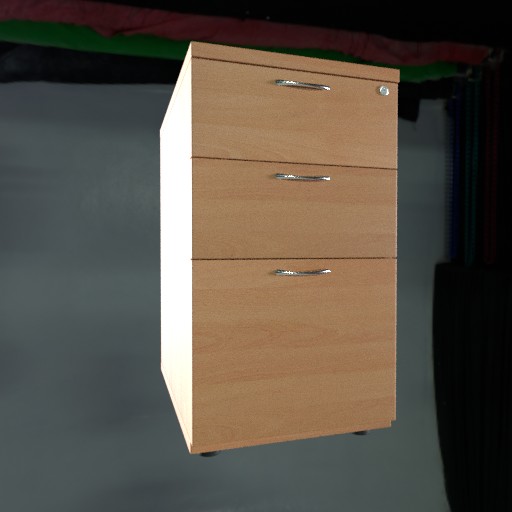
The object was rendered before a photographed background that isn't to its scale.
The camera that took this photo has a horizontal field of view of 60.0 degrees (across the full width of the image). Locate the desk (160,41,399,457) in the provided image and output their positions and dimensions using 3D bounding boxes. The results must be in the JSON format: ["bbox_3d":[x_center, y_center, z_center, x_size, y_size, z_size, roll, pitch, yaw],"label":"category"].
[{"bbox_3d":[0.000,0.000,1.081,0.404,0.730,0.600,0,1,-17],"label":"desk"}]
